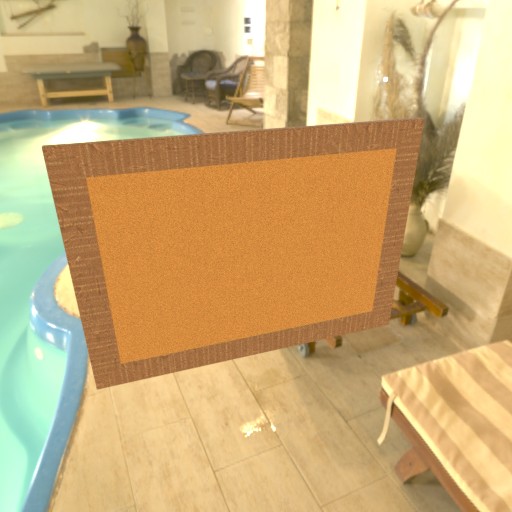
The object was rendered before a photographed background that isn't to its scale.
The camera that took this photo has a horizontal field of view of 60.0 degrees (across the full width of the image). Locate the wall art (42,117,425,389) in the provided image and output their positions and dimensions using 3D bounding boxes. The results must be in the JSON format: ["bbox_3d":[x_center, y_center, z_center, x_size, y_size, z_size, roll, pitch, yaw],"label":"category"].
[{"bbox_3d":[0.000,0.000,1.362,1.056,0.761,0.020,-9,29,-16],"label":"wall art"}]
